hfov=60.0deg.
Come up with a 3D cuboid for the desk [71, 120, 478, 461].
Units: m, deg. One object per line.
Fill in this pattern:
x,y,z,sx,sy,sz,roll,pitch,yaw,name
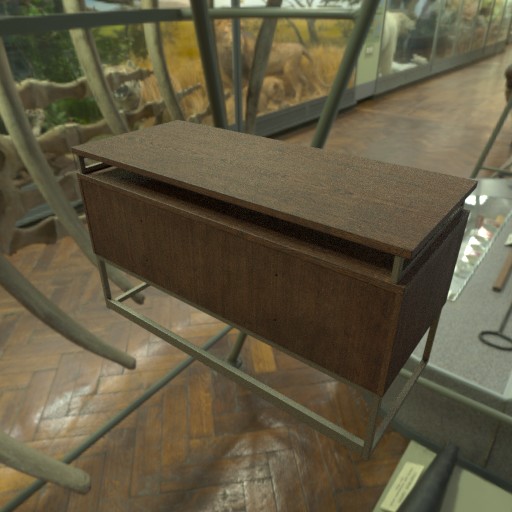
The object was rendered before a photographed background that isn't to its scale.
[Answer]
0.000,0.000,1.804,1.384,0.792,0.610,21,36,32,desk
